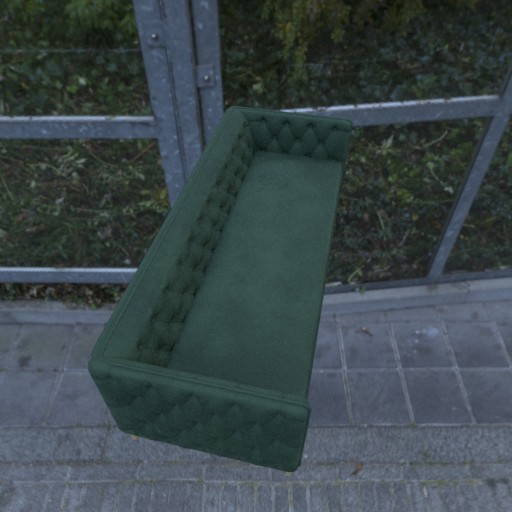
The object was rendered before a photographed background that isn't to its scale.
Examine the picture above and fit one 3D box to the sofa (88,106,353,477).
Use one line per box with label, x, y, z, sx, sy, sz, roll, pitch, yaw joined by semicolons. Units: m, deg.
sofa;0.000;0.000;2.645;0.895;0.771;2.209;9;47;9
